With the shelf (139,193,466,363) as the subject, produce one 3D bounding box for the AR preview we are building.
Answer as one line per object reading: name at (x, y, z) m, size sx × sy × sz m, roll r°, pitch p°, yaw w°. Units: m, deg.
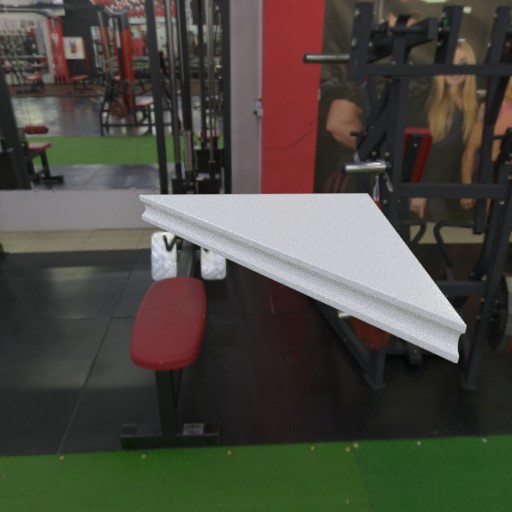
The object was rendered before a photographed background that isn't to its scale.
shelf at (0.000, 0.000, 0.449) m, size 0.296 × 0.035 × 0.296 m, roll 0°, pitch 26°, yaw -1°
